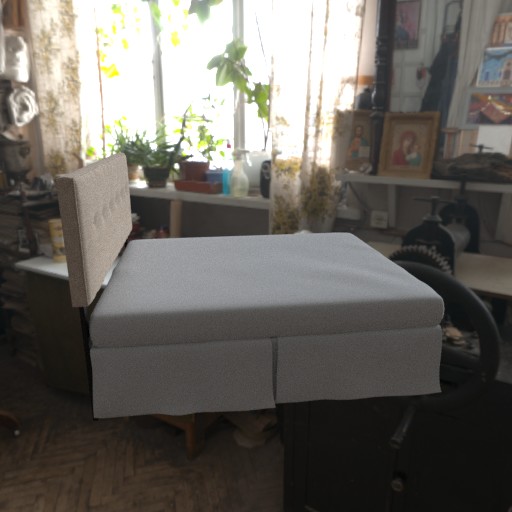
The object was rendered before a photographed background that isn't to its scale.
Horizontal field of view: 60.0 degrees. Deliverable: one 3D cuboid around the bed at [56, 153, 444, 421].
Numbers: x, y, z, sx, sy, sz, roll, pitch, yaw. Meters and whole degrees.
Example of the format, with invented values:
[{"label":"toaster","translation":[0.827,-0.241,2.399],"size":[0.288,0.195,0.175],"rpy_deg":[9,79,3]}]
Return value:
[{"label":"bed","translation":[0.000,0.000,2.981],"size":[1.978,1.270,1.643],"rpy_deg":[-2,17,-8]}]
